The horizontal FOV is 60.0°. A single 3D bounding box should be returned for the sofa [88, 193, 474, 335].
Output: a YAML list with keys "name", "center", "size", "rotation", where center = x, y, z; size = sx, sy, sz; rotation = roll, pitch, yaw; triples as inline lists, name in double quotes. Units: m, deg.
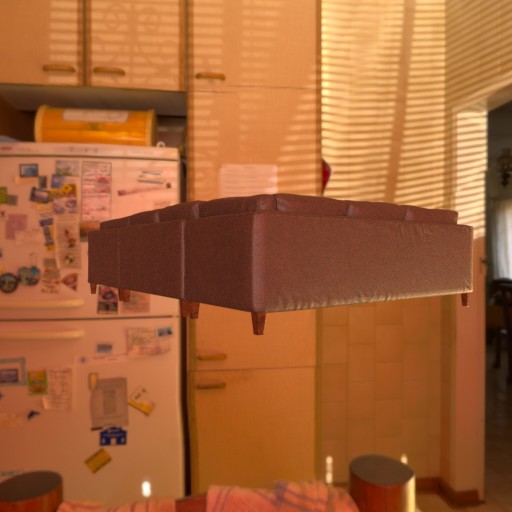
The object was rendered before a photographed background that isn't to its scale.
- name: "sofa"
  center: [0.000, 0.000, 4.753]
  size: [2.593, 0.923, 3.460]
  rotation: [0, 1, -37]
